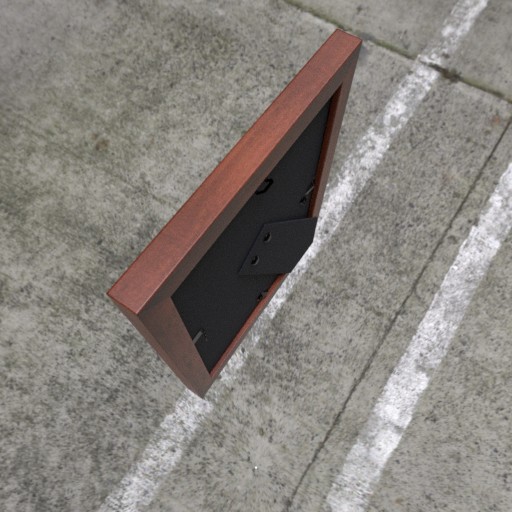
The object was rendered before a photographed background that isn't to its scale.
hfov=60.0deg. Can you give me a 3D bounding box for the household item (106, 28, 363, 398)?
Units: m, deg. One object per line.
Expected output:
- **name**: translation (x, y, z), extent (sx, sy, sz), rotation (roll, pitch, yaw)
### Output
- **household item**: translation (0.000, 0.000, 0.335), extent (0.020, 0.250, 0.200), rotation (31, 68, 14)
